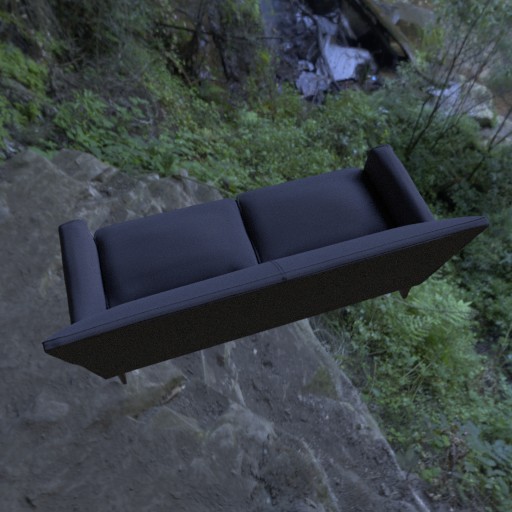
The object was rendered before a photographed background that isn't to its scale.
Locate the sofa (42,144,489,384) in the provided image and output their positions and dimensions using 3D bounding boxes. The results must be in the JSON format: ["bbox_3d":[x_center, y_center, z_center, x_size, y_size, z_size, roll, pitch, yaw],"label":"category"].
[{"bbox_3d":[0.000,0.000,2.450,2.002,0.907,0.843,-15,60,-9],"label":"sofa"}]
